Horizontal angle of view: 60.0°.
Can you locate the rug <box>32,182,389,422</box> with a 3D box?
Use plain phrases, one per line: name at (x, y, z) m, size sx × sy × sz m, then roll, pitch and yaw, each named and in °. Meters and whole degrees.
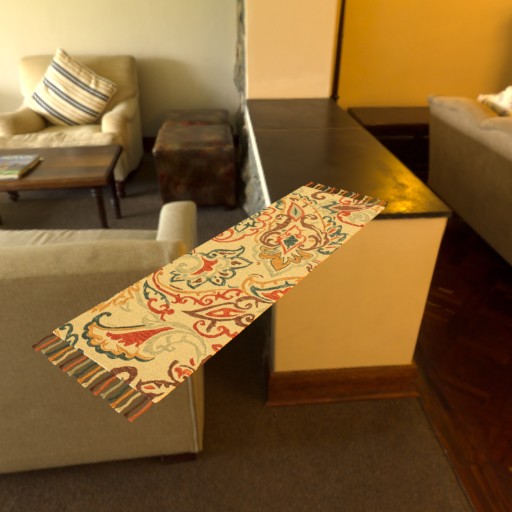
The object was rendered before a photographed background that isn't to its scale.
rug at (0.000, 0.000, 2.890) m, size 0.763 × 0.015 × 2.682 m, roll 21°, pitch 36°, yaw 31°
